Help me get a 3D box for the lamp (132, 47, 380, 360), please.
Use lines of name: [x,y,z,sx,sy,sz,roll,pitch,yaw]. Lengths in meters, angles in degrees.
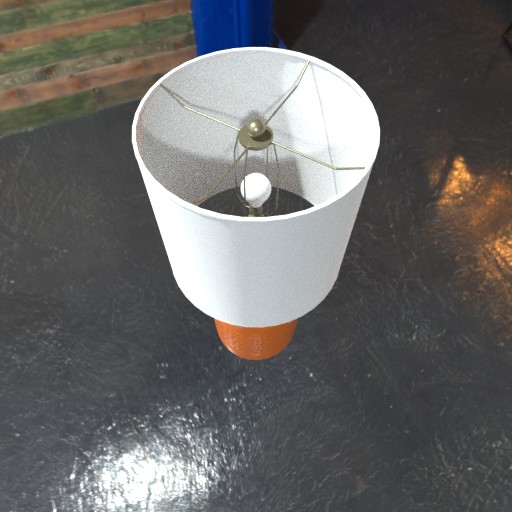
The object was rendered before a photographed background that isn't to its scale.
lamp: [0.000,0.000,1.122,0.418,0.871,0.418,-18,60,-11]
